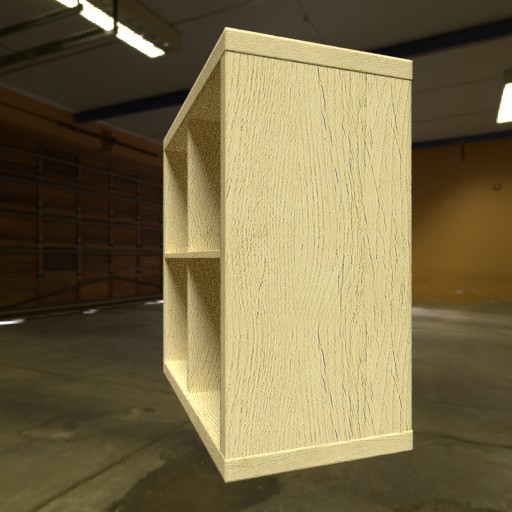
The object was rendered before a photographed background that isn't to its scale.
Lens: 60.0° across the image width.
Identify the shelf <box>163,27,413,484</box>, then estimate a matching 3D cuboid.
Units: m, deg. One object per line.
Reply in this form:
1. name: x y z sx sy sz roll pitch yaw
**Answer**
1. shelf: 0.000 0.000 1.200 0.390 0.786 0.790 0 0 -19
